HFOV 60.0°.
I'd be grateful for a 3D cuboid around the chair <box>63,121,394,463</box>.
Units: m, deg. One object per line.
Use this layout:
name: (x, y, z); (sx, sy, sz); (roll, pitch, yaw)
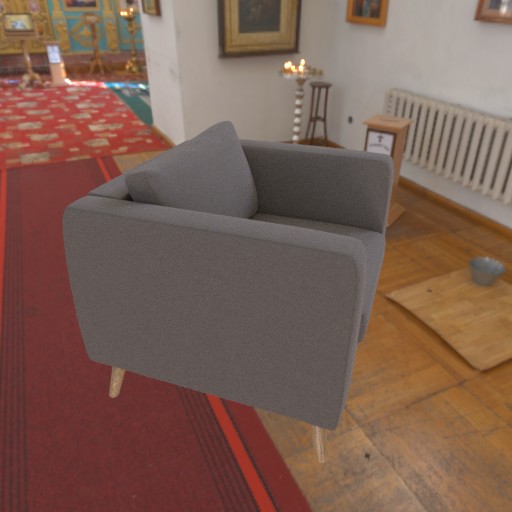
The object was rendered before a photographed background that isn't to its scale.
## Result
chair: (0.000, 0.000, 1.718); (0.930, 0.860, 1.000); (10, 31, 17)
